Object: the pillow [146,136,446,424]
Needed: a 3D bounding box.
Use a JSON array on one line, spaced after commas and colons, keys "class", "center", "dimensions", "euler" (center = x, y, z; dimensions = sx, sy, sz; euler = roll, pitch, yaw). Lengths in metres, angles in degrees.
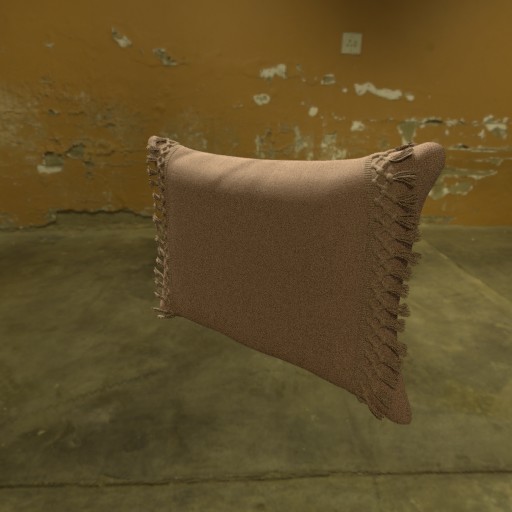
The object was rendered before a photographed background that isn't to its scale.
[{"class": "pillow", "center": [0.000, 0.000, 0.588], "dimensions": [0.466, 0.305, 0.084], "euler": [15, 22, 41]}]
